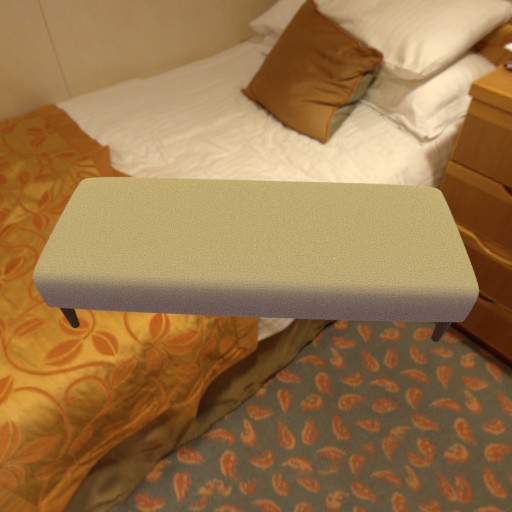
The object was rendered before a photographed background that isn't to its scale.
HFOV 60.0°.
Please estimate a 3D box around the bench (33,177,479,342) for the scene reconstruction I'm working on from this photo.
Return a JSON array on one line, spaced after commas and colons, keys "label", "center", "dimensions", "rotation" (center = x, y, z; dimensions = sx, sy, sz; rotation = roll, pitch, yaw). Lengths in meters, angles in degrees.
[{"label": "bench", "center": [0.000, 0.000, 1.896], "dimensions": [1.609, 0.393, 0.646], "rotation": [2, 46, 2]}]
